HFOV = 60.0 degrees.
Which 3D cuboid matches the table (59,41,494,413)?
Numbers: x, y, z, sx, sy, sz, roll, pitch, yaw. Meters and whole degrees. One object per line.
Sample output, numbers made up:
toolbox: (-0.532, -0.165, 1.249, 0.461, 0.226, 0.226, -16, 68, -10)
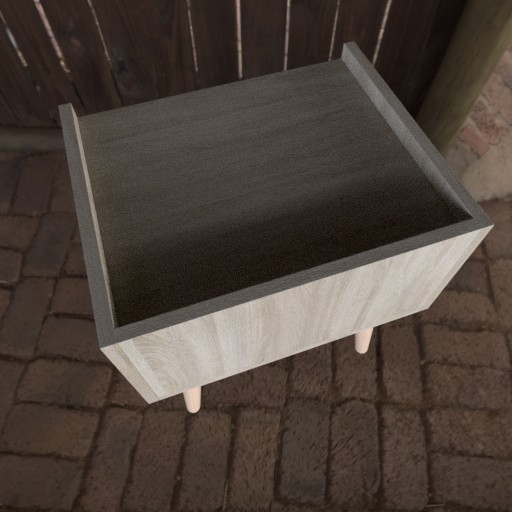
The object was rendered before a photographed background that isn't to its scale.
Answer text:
table: (0.000, 0.000, 0.761, 0.450, 0.470, 0.370, -17, 60, -10)
